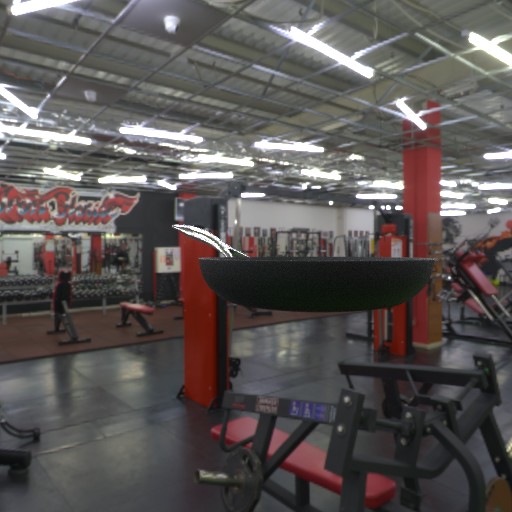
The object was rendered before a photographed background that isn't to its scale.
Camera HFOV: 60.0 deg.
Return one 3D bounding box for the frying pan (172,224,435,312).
[{"bbox_3d":[0.000,0.000,0.588,0.255,0.105,0.472,-1,1,-36],"label":"frying pan"}]
